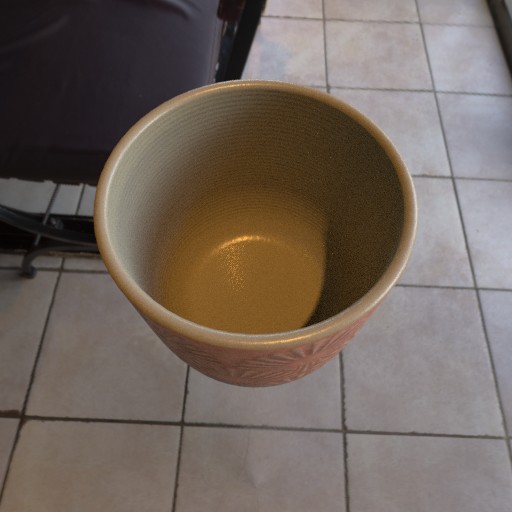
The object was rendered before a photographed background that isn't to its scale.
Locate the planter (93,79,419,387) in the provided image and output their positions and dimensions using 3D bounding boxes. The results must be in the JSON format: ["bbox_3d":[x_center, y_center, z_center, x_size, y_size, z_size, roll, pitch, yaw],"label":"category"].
[{"bbox_3d":[0.000,0.000,0.218,0.124,0.109,0.124,0,62,0],"label":"planter"}]
